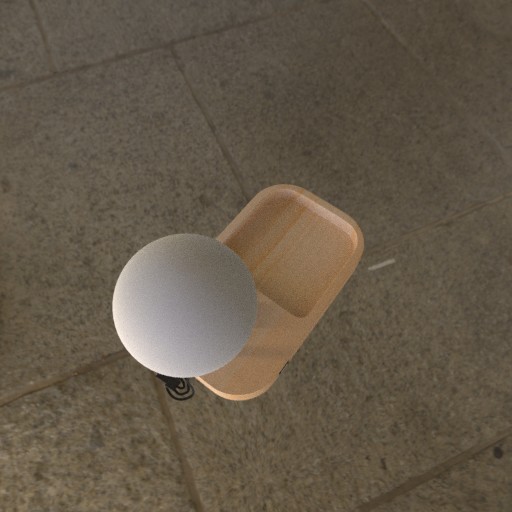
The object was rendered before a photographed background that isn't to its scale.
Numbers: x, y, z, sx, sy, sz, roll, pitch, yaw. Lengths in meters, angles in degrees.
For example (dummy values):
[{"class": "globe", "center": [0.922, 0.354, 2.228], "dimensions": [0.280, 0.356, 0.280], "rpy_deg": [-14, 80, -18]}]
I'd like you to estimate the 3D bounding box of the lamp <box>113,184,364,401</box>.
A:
[{"class": "lamp", "center": [0.000, 0.000, 0.487], "dimensions": [0.173, 0.253, 0.331], "rpy_deg": [34, 68, 16]}]
